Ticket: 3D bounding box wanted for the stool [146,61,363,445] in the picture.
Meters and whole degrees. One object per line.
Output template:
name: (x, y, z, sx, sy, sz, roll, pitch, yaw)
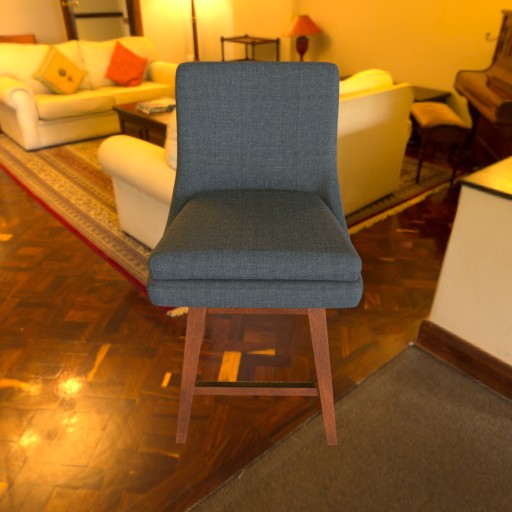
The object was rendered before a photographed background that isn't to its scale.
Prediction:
stool: (0.000, 0.000, 1.174, 0.467, 0.895, 0.524, 0, 31, 1)
